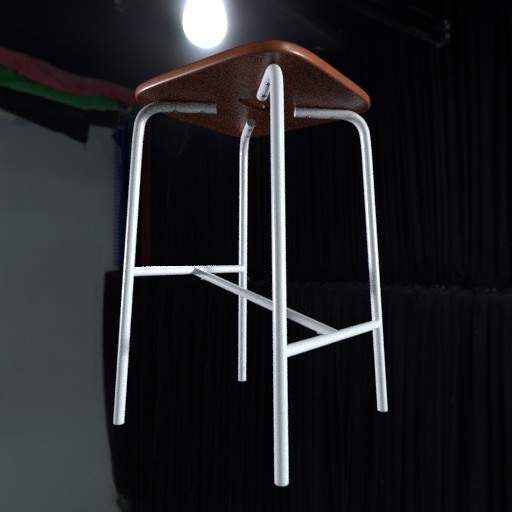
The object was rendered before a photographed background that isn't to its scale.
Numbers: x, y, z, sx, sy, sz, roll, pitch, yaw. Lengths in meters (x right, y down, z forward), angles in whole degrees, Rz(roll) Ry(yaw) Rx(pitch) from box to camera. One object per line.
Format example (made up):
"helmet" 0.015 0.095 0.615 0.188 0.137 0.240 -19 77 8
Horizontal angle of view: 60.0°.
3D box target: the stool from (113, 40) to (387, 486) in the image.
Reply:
"stool" 0.000 0.000 0.845 0.376 0.610 0.376 0 0 37
